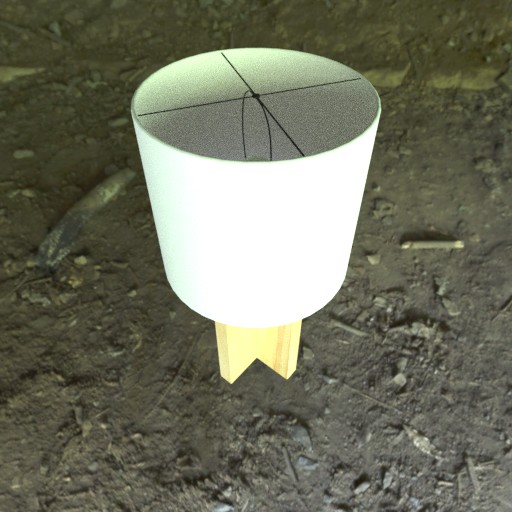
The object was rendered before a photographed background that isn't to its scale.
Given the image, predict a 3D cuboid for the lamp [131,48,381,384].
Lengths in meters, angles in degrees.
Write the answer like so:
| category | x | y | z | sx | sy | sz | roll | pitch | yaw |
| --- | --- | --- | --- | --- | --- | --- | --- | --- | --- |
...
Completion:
| category | x | y | z | sx | sy | sz | roll | pitch | yaw |
| --- | --- | --- | --- | --- | --- | --- | --- | --- | --- |
| lamp | 0.000 | 0.000 | 0.563 | 0.229 | 0.428 | 0.229 | 31 | 53 | 27 |
